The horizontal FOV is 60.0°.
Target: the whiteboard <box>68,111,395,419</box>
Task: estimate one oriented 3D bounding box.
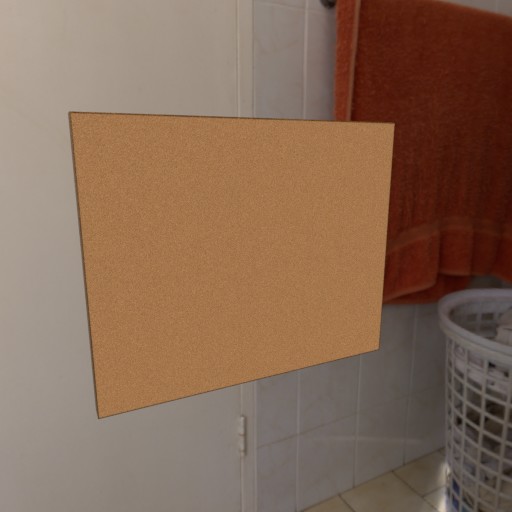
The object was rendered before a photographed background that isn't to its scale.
[{"bbox_3d":[0.000,0.000,0.770,0.561,0.457,0.029,-7,15,-25],"label":"whiteboard"}]
